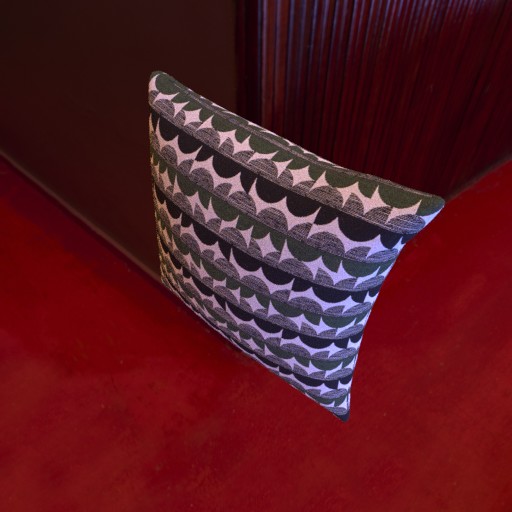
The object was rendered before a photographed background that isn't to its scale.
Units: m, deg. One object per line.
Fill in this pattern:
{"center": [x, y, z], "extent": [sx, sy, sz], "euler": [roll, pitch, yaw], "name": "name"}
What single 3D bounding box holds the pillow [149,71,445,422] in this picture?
{"center": [0.000, 0.000, 0.635], "extent": [0.419, 0.404, 0.180], "euler": [32, 56, 26], "name": "pillow"}
